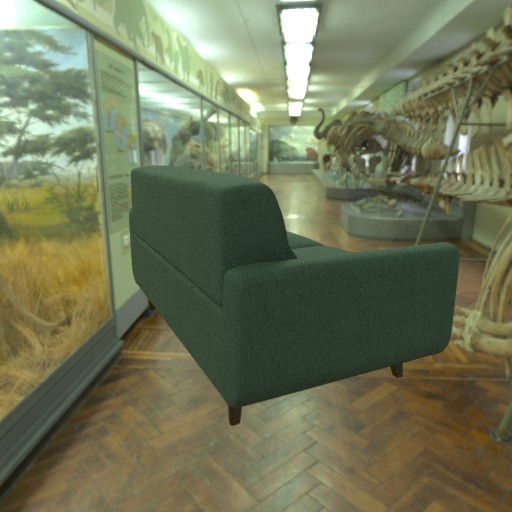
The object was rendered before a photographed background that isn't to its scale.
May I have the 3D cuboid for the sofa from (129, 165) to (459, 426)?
[{"bbox_3d":[0.000,0.000,2.154,0.909,0.841,1.631,-7,15,-25],"label":"sofa"}]
